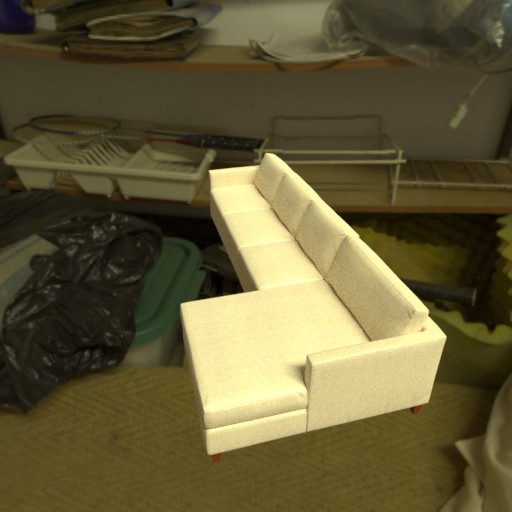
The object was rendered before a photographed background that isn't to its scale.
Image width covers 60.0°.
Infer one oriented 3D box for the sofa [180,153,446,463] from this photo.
[{"bbox_3d":[0.000,0.000,4.187,1.603,0.954,3.471,-8,31,-13],"label":"sofa"}]
